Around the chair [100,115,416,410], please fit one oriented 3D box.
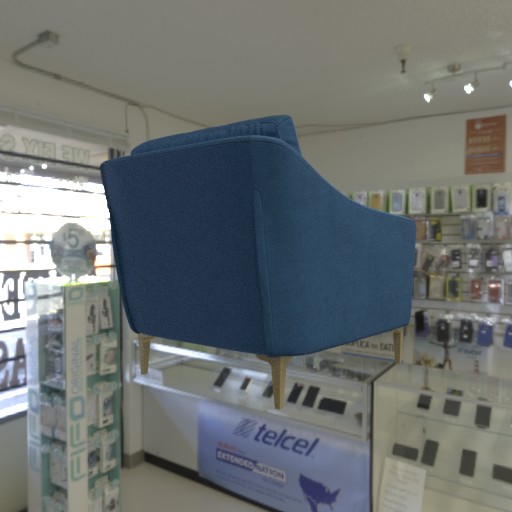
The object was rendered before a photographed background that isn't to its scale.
[{"bbox_3d":[0.000,0.000,1.755,0.987,0.899,0.961,1,2,36],"label":"chair"}]
